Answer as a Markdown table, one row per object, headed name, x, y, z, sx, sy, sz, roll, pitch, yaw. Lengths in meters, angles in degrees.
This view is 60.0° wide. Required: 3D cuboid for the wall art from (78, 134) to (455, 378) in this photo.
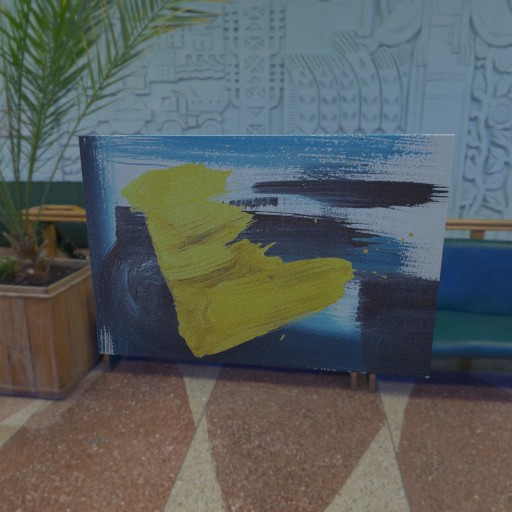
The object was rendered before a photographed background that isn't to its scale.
| name | x | y | z | sx | sy | sz | roll | pitch | yaw |
| --- | --- | --- | --- | --- | --- | --- | --- | --- | --- |
| wall art | 0.000 | 0.000 | 1.160 | 0.914 | 0.610 | 0.039 | 2 | 15 | 8 |
